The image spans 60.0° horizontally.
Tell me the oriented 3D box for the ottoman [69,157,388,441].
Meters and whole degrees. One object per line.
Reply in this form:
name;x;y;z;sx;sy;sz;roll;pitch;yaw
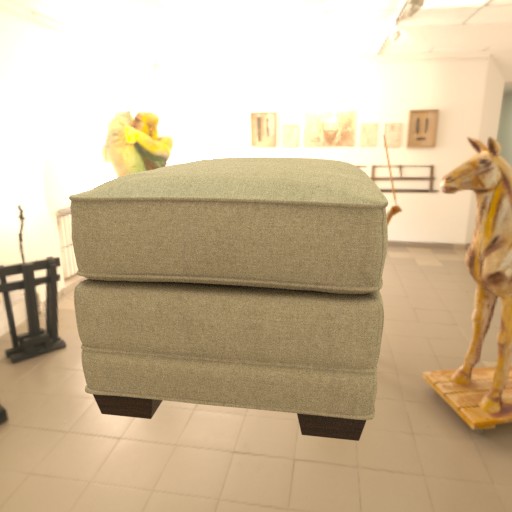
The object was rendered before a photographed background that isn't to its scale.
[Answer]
ottoman;0.000;0.000;1.205;0.611;0.508;0.848;2;16;9
